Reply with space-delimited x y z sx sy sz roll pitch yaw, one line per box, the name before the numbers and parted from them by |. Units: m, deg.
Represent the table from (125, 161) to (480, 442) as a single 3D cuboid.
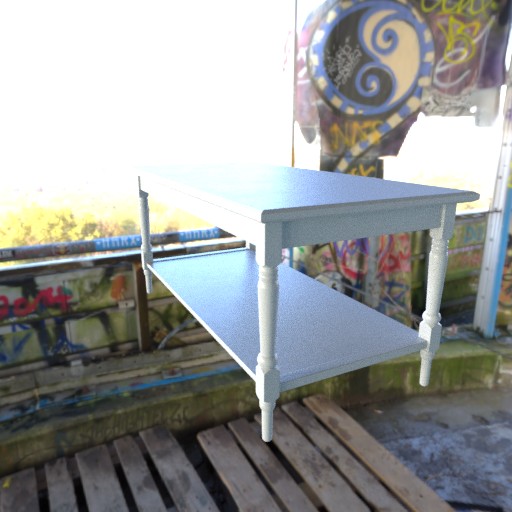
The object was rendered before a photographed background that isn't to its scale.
table | 0.000 0.000 1.404 0.551 0.506 1.109 -8 18 -26
